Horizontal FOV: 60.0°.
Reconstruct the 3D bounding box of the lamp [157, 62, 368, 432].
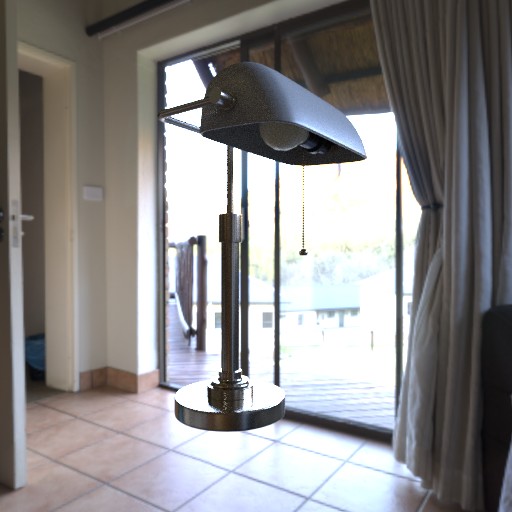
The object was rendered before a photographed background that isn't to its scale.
[{"bbox_3d":[0.000,0.000,0.556,0.227,0.404,0.269,0,0,36],"label":"lamp"}]
